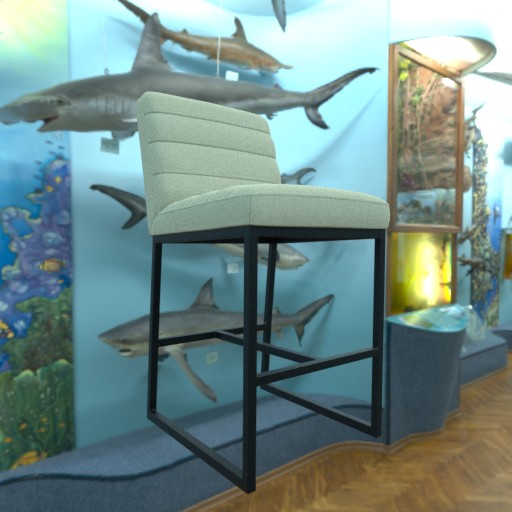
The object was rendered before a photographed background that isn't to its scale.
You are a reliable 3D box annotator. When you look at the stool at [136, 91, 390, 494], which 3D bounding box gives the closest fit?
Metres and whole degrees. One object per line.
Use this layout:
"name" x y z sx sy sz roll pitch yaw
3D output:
"stool" 0.000 0.000 1.212 0.460 0.940 0.560 -2 3 -38
